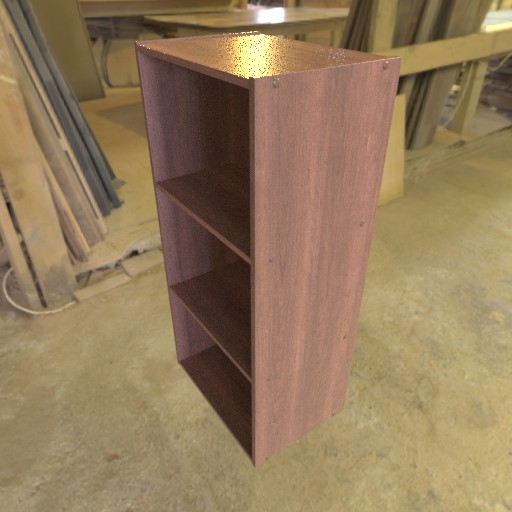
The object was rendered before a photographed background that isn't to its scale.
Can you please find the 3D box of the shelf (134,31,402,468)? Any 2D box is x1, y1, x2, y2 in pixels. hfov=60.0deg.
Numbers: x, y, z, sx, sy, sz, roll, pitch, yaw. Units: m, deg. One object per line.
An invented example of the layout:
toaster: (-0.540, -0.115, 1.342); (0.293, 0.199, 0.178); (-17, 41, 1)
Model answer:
shelf: (0.000, 0.000, 1.026); (0.290, 0.879, 0.414); (-21, 38, -29)
